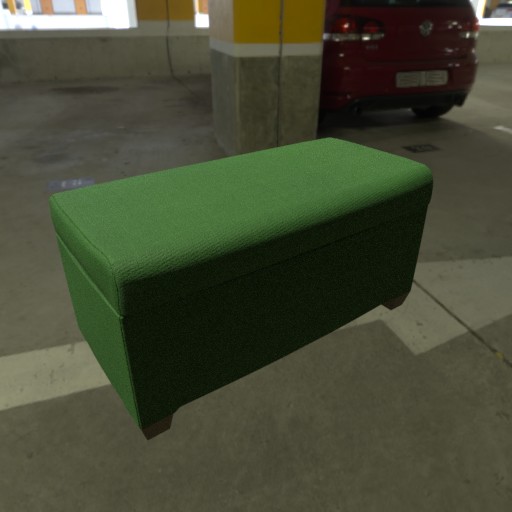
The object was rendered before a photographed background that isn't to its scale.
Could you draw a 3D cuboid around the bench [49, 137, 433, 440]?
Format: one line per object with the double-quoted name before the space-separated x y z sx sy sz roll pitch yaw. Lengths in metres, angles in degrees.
"bench" 0.000 0.000 1.303 0.989 0.501 0.505 -19 35 -31
